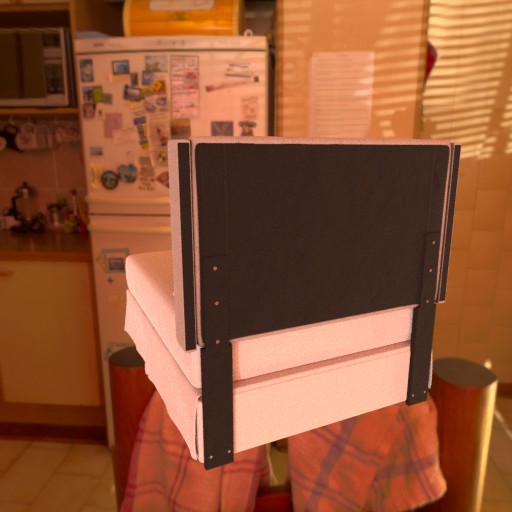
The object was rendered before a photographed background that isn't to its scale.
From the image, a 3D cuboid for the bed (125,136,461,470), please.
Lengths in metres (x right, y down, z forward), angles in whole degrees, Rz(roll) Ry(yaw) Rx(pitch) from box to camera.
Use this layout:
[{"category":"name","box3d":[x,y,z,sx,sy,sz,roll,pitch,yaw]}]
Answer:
[{"category":"bed","box3d":[0.000,0.000,3.313,1.719,1.665,2.066,-6,15,-25]}]
